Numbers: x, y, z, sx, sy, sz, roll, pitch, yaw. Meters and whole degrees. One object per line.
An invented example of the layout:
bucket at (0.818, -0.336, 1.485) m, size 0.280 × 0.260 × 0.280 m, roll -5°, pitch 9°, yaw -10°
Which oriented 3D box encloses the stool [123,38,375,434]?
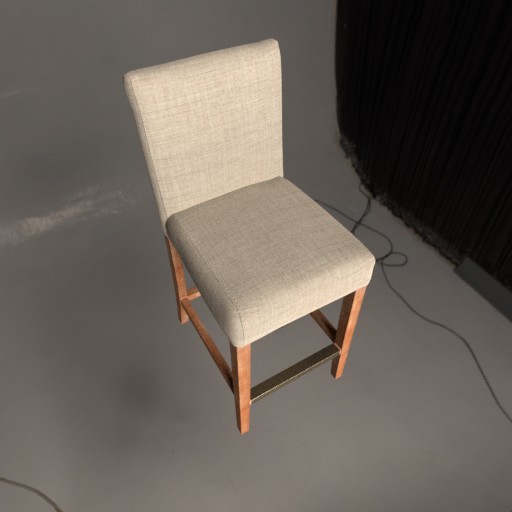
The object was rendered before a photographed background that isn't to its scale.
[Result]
stool at (0.000, 0.000, 1.351) m, size 0.454 × 1.039 × 0.567 m, roll -23°, pitch 51°, yaw -20°
